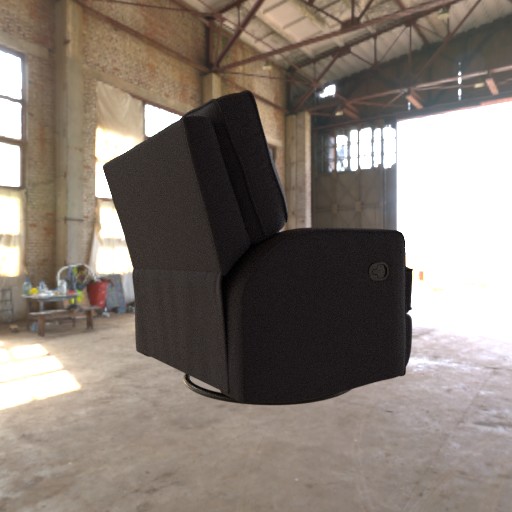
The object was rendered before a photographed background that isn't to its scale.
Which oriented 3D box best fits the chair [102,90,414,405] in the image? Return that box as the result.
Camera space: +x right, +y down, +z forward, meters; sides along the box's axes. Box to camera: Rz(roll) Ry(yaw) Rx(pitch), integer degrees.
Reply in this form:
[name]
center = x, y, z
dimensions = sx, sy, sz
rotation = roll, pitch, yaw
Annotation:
[chair]
center = 0.000, 0.000, 1.712
dimensions = 0.964, 0.962, 0.861
rotation = 0, 0, -35
